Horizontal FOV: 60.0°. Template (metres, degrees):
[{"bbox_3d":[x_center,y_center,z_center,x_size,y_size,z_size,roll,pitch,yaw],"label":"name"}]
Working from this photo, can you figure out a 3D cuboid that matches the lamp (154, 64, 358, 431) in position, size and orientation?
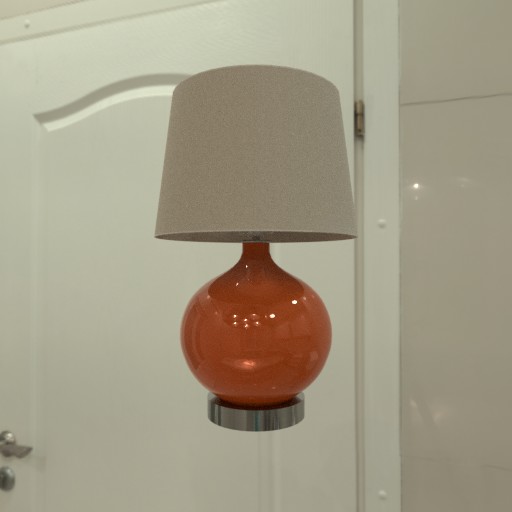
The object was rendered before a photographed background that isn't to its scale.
[{"bbox_3d":[0.000,0.000,0.549,0.247,0.387,0.247,0,-1,0],"label":"lamp"}]
